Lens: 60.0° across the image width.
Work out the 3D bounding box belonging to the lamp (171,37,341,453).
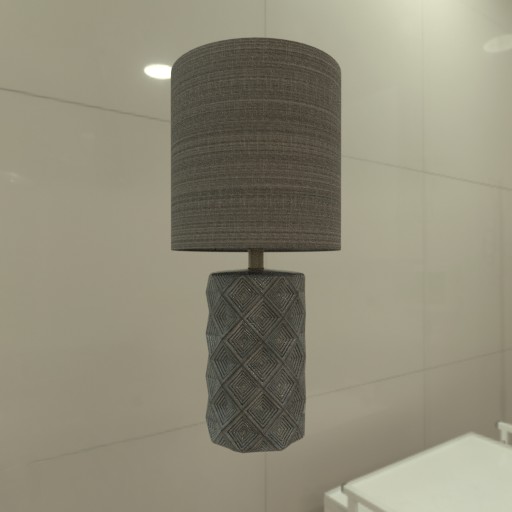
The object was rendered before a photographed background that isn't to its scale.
[{"bbox_3d":[0.000,0.000,0.708,0.268,0.566,0.269,1,-1,-36],"label":"lamp"}]
